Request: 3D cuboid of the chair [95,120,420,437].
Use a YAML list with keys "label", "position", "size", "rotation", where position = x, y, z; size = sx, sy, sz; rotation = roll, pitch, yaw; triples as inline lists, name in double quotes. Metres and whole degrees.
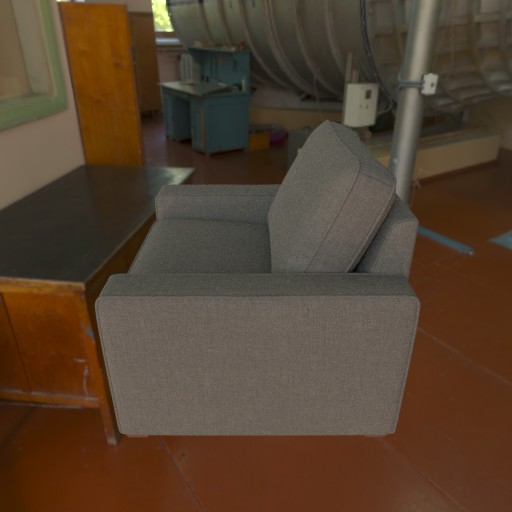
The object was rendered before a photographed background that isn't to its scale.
- label: "chair"
  position: [0.000, 0.000, 1.720]
  size: [0.940, 0.919, 1.017]
  rotation: [0, 27, 0]
